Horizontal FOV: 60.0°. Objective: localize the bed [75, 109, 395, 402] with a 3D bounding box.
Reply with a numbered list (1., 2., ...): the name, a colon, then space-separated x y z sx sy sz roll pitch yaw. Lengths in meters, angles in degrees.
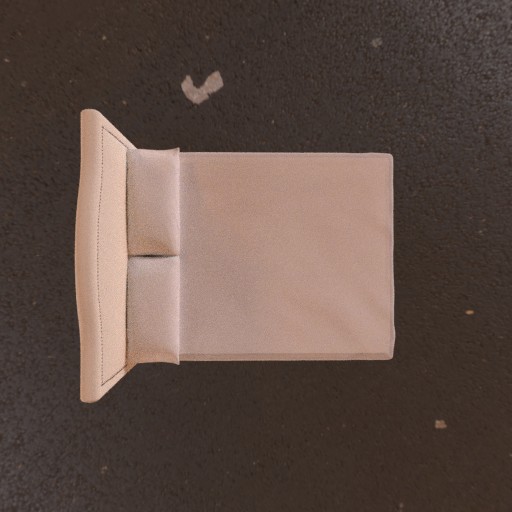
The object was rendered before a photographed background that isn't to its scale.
1. bed: 0.000 0.000 3.284 2.143 1.460 1.753 0 90 -1
